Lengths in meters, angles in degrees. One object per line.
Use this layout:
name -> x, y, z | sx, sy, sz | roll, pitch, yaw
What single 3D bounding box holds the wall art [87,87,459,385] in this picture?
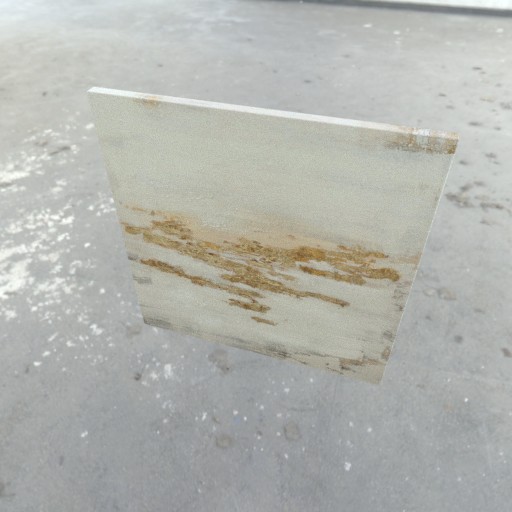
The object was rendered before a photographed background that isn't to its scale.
wall art -> 0.000, 0.000, 1.505 | 1.015, 1.018, 0.040 | 12, 42, 13
